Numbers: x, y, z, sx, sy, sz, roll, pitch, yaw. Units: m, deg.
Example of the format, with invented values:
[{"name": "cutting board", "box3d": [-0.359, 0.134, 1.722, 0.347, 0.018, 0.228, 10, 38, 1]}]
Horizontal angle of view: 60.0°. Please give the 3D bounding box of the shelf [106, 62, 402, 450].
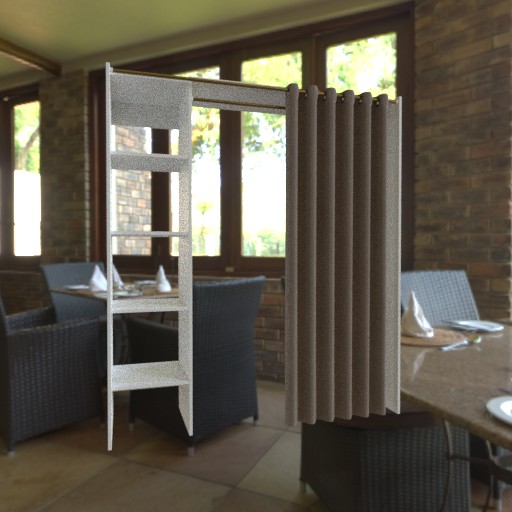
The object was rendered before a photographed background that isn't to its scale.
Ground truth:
[{"name": "shelf", "box3d": [0.000, 0.000, 2.525, 1.600, 1.820, 0.500, 0, 1, -17]}]
